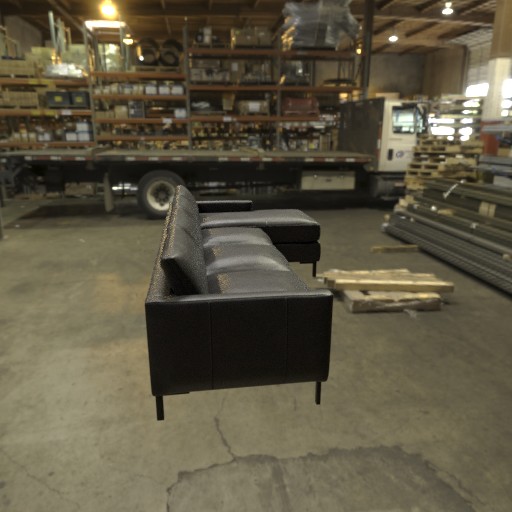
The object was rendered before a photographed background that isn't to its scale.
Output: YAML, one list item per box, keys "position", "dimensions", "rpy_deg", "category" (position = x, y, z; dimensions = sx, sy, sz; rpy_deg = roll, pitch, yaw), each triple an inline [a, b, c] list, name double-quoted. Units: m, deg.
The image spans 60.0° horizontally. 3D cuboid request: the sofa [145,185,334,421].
- position: [0.000, 0.000, 3.572]
  dimensions: [1.471, 0.859, 2.993]
  rpy_deg: [-2, 16, -8]
  category: "sofa"
